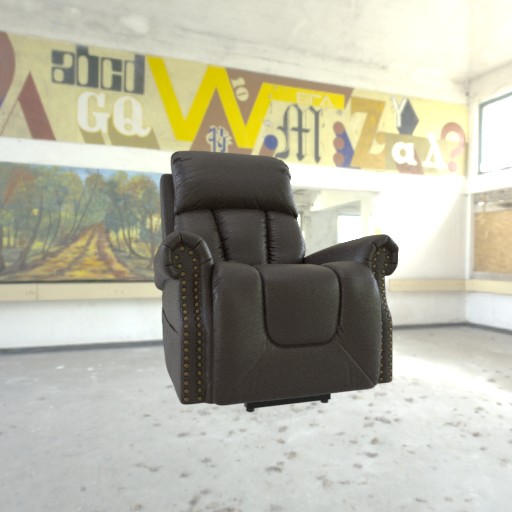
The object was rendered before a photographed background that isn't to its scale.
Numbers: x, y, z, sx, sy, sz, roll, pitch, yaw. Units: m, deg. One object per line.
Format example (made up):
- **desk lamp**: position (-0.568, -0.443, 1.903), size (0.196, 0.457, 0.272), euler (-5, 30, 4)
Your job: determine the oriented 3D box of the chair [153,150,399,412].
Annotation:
- **chair**: position (0.000, 0.000, 1.838), size (0.869, 1.028, 0.978), euler (0, 0, -19)
